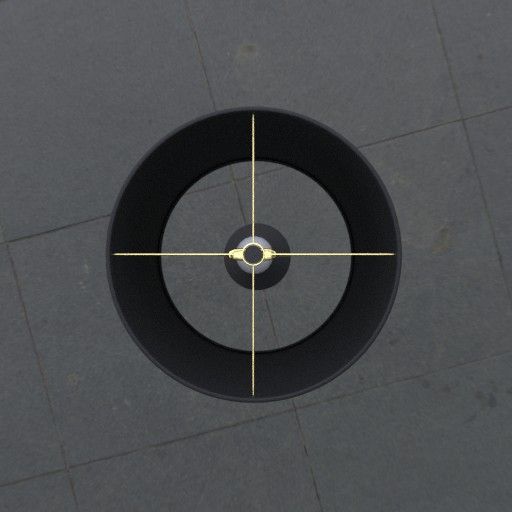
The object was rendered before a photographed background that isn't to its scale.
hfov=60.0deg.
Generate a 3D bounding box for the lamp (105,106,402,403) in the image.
[{"bbox_3d":[0.000,0.000,0.826,0.359,0.584,0.359,0,90,1],"label":"lamp"}]
